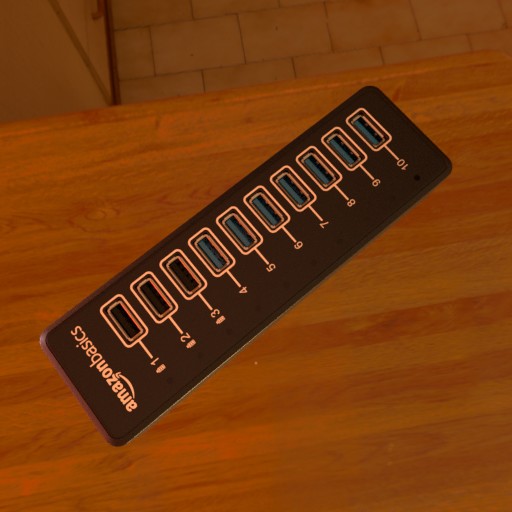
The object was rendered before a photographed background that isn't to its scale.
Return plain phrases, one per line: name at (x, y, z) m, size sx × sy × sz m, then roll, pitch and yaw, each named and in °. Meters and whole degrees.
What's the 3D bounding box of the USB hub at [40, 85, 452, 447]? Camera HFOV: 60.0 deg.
USB hub at (0.000, 0.000, 0.157) m, size 0.145 × 0.023 × 0.044 m, roll -39°, pitch 79°, yaw -9°
